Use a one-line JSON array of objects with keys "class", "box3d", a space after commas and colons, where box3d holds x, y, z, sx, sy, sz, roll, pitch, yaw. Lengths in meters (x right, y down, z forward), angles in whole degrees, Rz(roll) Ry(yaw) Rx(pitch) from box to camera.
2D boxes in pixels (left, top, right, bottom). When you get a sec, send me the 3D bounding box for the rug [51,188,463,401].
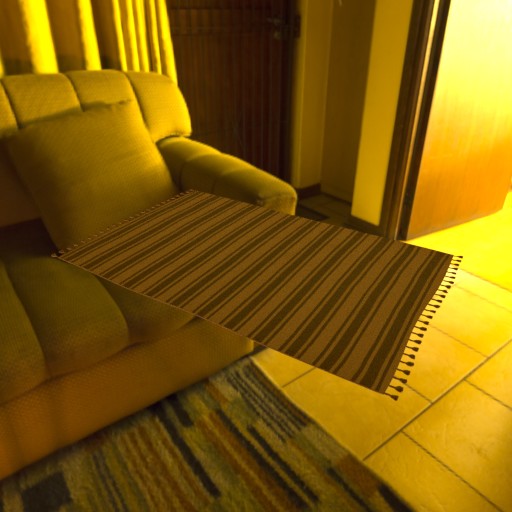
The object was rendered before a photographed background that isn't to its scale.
[{"class": "rug", "box3d": [0.000, 0.000, 2.341, 1.875, 0.013, 1.162, 17, 34, 28]}]
